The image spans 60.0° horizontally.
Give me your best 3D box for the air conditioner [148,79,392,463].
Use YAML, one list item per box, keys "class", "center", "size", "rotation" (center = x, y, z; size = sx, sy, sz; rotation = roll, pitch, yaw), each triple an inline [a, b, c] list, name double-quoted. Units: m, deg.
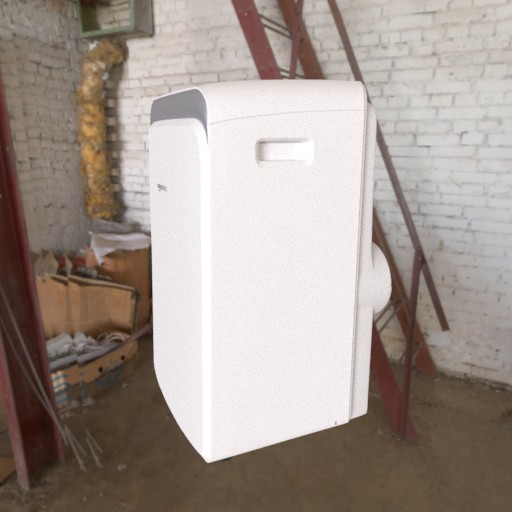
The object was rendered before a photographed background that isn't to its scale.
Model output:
- class: "air conditioner"
  center: [0.000, 0.000, 1.058]
  size: [0.467, 0.765, 0.478]
  rotation: [-7, 17, -24]
